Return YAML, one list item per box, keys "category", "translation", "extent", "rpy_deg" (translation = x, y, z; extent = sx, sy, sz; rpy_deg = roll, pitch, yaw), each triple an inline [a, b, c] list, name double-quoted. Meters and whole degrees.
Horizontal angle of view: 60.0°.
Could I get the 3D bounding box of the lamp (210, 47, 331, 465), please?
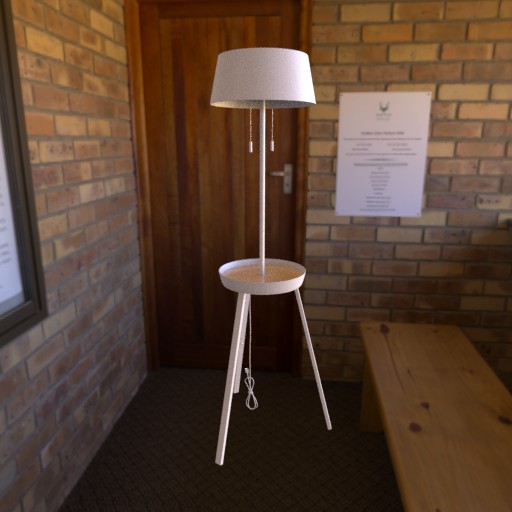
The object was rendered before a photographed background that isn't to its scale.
- category: "lamp"
  translation: [0.000, 0.000, 1.714]
  extent: [0.508, 1.429, 0.468]
  rpy_deg: [-7, 16, -25]
